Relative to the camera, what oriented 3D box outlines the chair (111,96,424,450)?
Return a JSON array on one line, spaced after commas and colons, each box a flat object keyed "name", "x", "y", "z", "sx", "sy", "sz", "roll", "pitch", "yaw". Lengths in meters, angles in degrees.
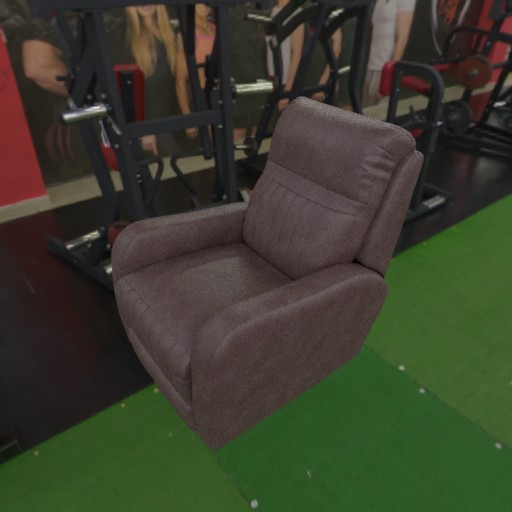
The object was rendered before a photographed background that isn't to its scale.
[{"name": "chair", "x": 0.000, "y": 0.000, "z": 1.839, "sx": 1.067, "sy": 1.067, "sz": 0.865, "roll": -21, "pitch": 39, "yaw": -29}]
